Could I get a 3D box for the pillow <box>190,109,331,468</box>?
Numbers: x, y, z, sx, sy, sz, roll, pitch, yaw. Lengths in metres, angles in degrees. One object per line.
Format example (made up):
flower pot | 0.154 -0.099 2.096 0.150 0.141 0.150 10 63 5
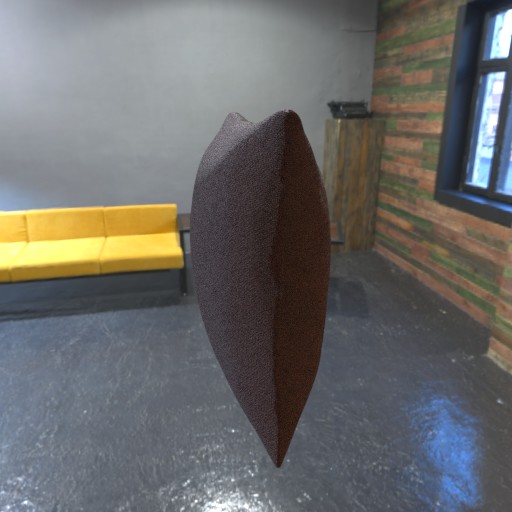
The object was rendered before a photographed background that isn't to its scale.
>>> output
pillow | 0.000 0.000 0.702 0.204 0.439 0.452 -3 18 -9
